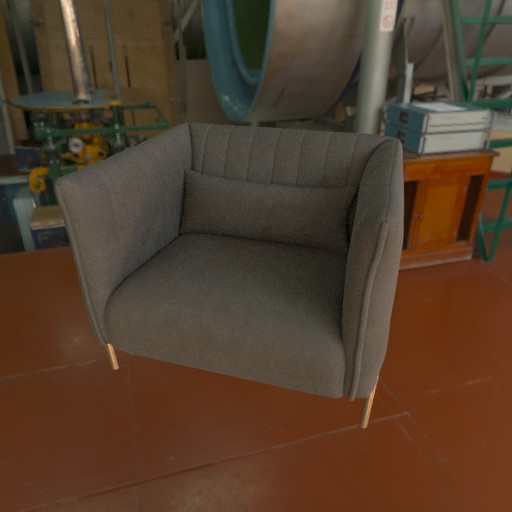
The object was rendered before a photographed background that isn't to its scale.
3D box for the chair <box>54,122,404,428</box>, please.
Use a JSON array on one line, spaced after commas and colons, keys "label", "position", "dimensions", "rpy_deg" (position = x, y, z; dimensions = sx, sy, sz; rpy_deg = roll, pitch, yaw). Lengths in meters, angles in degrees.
[{"label": "chair", "position": [0.000, 0.000, 1.624], "dimensions": [0.981, 0.779, 0.873], "rpy_deg": [8, 29, 15]}]
